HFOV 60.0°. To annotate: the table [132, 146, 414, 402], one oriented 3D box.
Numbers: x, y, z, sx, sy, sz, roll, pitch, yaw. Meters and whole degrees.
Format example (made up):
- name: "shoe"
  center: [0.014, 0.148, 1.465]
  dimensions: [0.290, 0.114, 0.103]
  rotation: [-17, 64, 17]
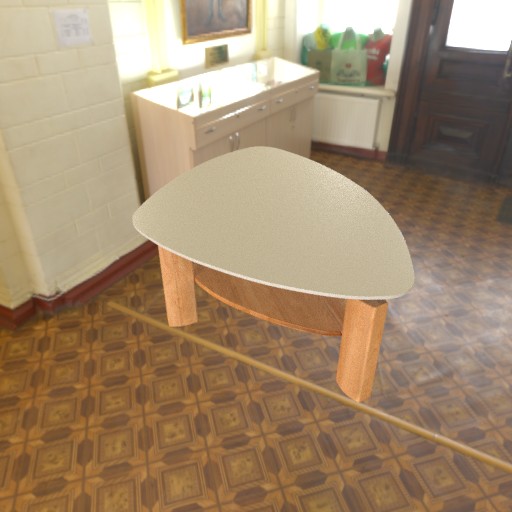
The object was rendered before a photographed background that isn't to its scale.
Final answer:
- name: "table"
  center: [0.000, 0.000, 1.675]
  dimensions: [0.850, 0.440, 1.250]
  rotation: [-8, 32, -14]
